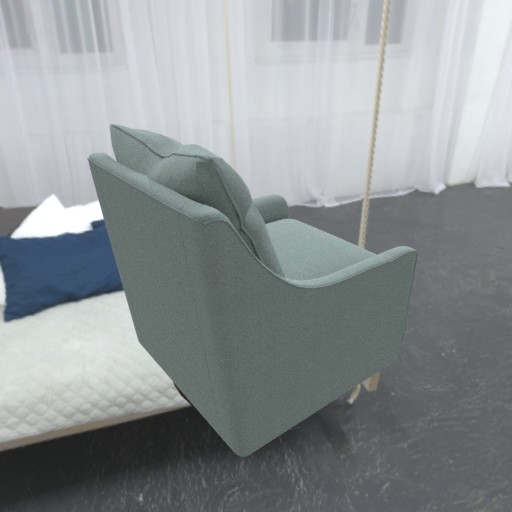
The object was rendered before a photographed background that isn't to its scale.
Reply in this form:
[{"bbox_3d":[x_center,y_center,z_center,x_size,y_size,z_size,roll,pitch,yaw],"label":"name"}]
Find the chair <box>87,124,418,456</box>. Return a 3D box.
[{"bbox_3d":[0.000,0.000,1.591,0.870,0.926,0.760,-19,32,-33],"label":"chair"}]
